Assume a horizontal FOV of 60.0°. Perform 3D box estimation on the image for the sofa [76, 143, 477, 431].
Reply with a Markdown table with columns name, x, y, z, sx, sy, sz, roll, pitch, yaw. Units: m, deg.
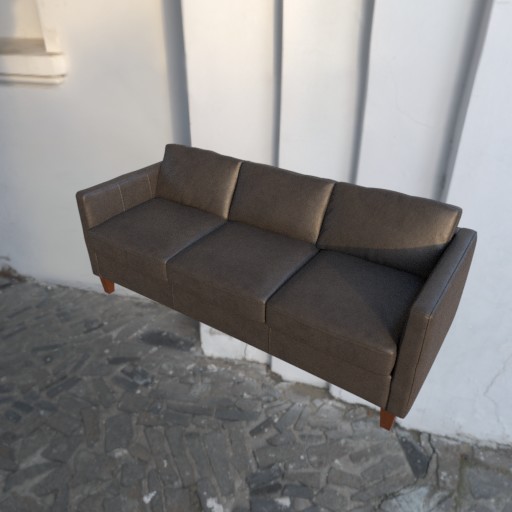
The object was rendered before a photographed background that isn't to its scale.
| name | x | y | z | sx | sy | sz | roll | pitch | yaw |
| --- | --- | --- | --- | --- | --- | --- | --- | --- | --- |
| sofa | 0.000 | 0.000 | 2.958 | 2.464 | 1.006 | 1.045 | 19 | 35 | 29 |
